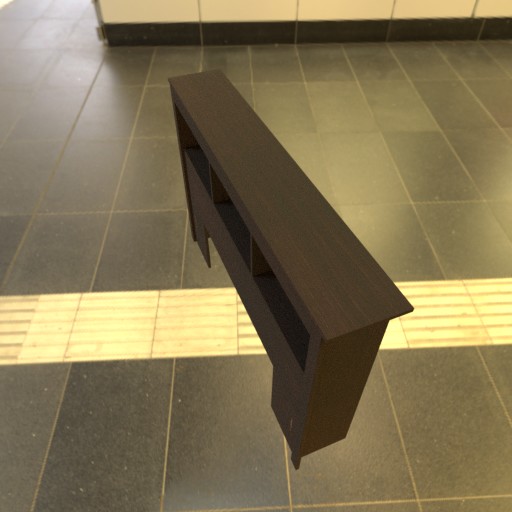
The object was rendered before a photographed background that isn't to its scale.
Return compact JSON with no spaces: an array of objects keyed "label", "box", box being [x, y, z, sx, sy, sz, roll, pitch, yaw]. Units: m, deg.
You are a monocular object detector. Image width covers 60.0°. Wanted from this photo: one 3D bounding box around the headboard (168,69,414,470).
[{"label":"headboard","box":[0.000,0.000,2.135,0.279,1.092,1.671,-17,49,-15]}]
